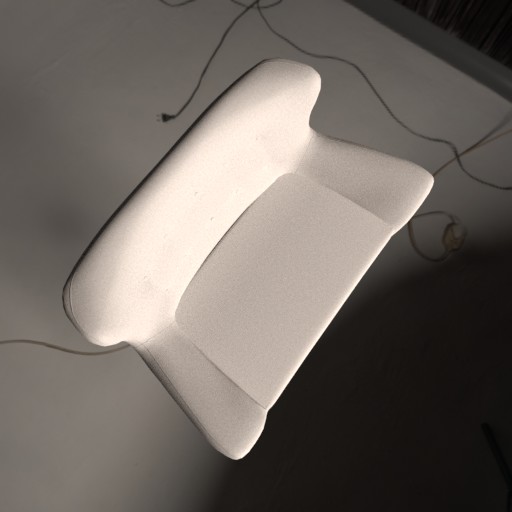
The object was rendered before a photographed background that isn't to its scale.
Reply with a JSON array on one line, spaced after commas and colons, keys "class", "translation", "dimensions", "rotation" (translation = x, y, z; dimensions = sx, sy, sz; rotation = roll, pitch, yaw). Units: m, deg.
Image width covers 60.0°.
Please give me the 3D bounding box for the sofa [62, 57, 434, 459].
[{"class": "sofa", "translation": [0.000, 0.000, 1.982], "dimensions": [0.921, 0.878, 1.424], "rotation": [36, 78, 9]}]
